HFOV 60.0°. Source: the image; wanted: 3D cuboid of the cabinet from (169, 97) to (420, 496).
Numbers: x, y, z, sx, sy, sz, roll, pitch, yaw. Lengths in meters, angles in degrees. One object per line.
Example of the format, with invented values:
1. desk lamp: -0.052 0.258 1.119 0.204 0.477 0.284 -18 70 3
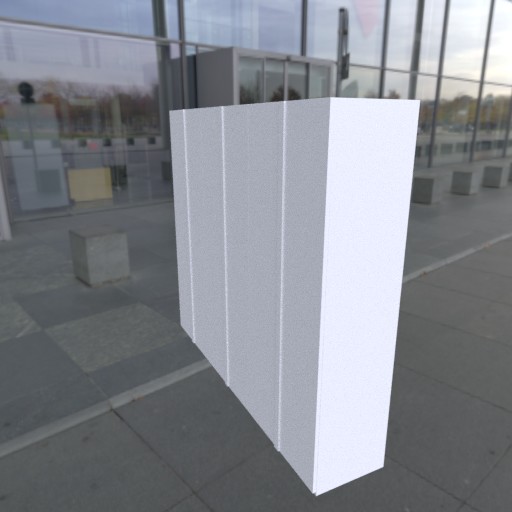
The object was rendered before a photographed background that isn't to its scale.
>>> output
1. cabinet: 0.000 0.000 3.720 0.590 2.370 2.700 -8 19 -26
